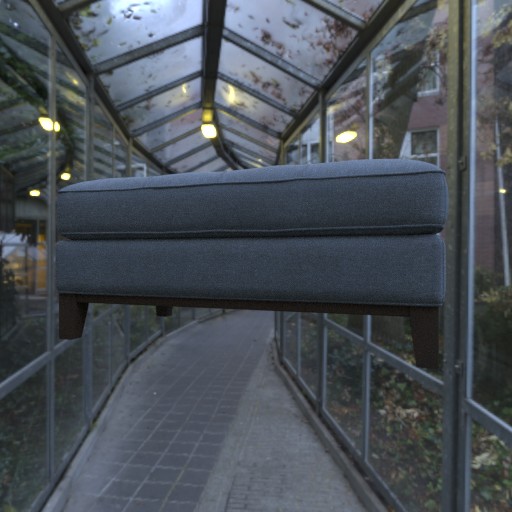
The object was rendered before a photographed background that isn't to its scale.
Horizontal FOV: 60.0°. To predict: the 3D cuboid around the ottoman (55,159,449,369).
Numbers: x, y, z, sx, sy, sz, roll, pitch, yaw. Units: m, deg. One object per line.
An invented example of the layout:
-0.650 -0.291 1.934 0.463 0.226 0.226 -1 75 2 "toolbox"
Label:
0.000 0.000 1.471 1.143 0.514 0.648 0 0 20 "ottoman"
